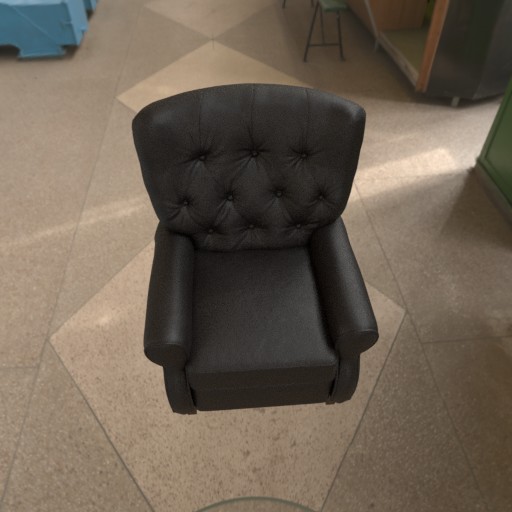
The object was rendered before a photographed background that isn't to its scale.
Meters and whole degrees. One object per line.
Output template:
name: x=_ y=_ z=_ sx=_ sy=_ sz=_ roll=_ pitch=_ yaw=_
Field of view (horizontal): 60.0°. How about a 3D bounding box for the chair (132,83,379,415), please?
chair: x=0.000 y=0.000 z=1.944 sx=0.948 sy=1.158 sz=1.058 roll=-3 pitch=46 yaw=-3
